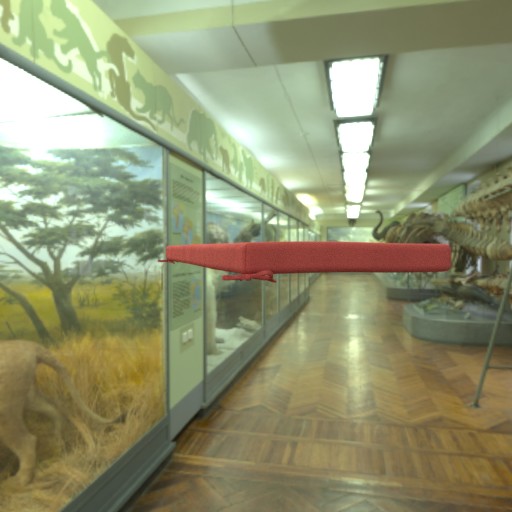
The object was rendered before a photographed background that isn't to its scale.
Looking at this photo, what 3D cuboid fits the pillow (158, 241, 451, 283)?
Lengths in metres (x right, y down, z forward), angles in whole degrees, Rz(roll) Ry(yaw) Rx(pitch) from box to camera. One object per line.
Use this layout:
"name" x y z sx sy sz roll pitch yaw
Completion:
"pillow" 0.000 0.000 1.385 0.492 0.081 1.187 0 1 -18
